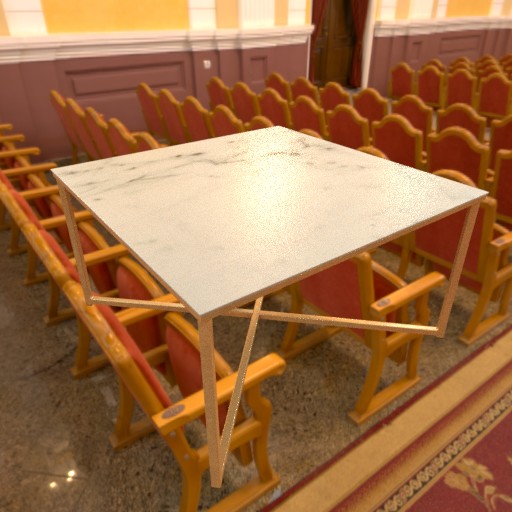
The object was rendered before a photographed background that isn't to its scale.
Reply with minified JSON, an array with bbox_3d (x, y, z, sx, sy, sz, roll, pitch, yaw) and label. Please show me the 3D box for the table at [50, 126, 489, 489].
[{"bbox_3d":[0.000,0.000,1.247,0.800,0.450,0.800,-20,36,-31],"label":"table"}]
